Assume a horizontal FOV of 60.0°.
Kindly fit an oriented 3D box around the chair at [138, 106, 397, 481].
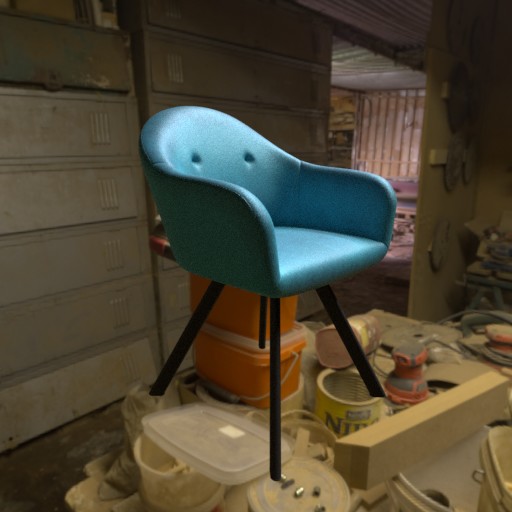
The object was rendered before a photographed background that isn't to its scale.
[{"bbox_3d":[0.000,0.000,1.170,0.570,0.780,0.540,13,19,43],"label":"chair"}]
